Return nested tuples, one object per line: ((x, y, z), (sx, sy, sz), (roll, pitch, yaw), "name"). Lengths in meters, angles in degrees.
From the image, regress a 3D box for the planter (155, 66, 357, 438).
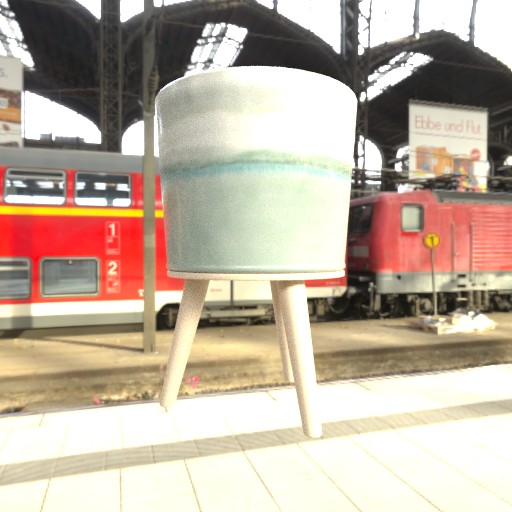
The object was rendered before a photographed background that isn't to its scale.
((0.000, 0.000, 0.597), (0.265, 0.404, 0.265), (0, 1, -19), "planter")
